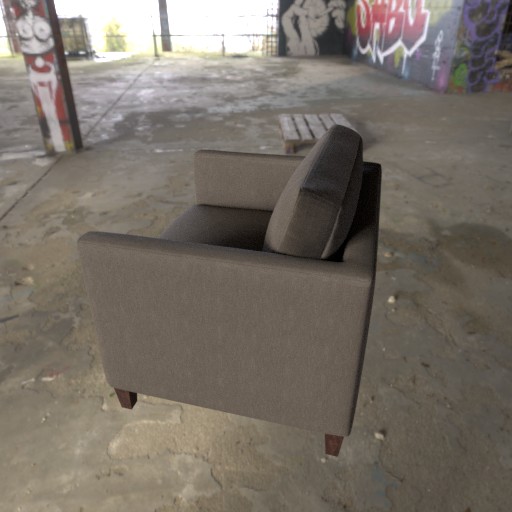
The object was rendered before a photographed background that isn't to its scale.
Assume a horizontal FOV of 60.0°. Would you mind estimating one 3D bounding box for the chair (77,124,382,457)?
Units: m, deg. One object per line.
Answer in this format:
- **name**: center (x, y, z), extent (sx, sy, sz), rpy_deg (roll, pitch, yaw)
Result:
- **chair**: center (0.000, 0.000, 1.867), extent (0.959, 0.963, 1.107), rpy_deg (7, 30, 13)
